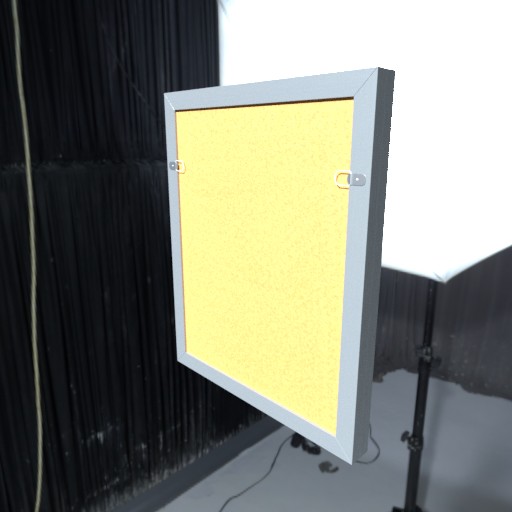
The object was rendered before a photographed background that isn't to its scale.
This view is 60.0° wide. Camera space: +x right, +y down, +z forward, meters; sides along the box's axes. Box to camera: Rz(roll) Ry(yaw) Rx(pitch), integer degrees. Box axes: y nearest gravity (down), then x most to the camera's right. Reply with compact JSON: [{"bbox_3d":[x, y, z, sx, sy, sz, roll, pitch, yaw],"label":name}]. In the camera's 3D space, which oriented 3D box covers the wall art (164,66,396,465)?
[{"bbox_3d":[0.000,0.000,0.520,0.030,0.379,0.308,-14,20,-43],"label":"wall art"}]
